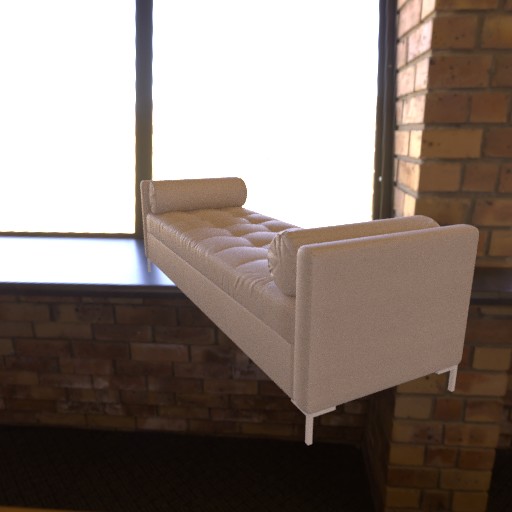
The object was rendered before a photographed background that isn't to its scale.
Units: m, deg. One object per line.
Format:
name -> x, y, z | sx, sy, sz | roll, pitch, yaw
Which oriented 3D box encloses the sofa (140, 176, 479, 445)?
sofa -> 0.000, 0.000, 2.263 | 0.686, 0.635, 1.981 | -8, 18, -26
